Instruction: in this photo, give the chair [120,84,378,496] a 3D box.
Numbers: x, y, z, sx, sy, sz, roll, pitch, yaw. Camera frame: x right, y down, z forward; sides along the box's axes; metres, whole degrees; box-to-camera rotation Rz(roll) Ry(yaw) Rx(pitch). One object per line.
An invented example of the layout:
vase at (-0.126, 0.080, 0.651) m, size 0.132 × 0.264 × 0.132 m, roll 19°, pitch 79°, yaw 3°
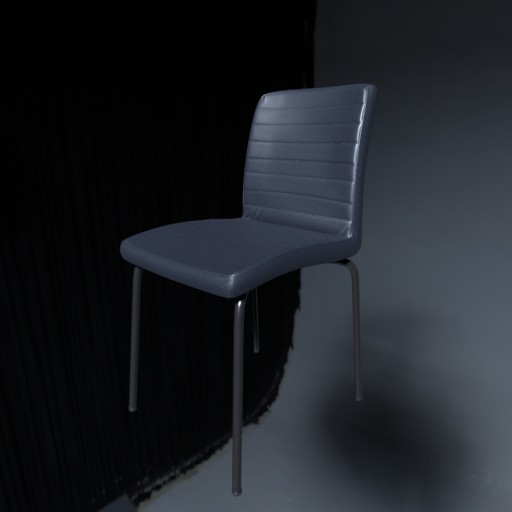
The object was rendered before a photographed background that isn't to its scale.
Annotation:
chair at (0.000, 0.000, 1.173) m, size 0.450 × 0.872 × 0.572 m, roll 15°, pitch 21°, yaw 43°
